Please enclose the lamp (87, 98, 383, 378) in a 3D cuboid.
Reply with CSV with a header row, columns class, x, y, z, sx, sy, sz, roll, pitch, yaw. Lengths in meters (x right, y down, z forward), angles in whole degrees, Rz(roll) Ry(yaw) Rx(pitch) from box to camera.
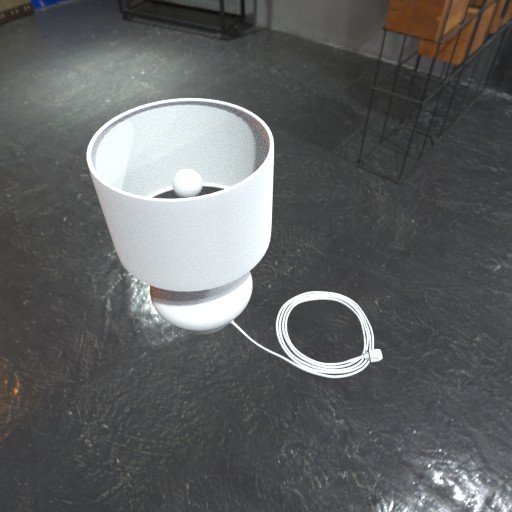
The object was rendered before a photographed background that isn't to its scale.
class,x,y,z,sx,sy,sz,roll,pitch,yaw
lamp,0.000,0.000,0.868,0.546,0.457,0.401,32,54,27
